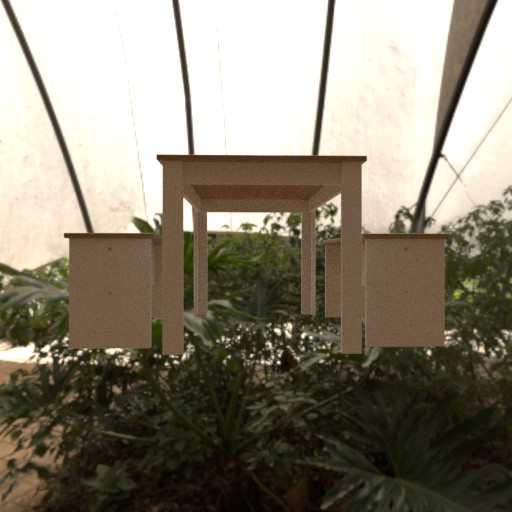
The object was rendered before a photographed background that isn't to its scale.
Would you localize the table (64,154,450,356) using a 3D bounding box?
[{"bbox_3d":[0.000,0.000,2.085,1.443,0.700,1.100,0,0,-2],"label":"table"}]
